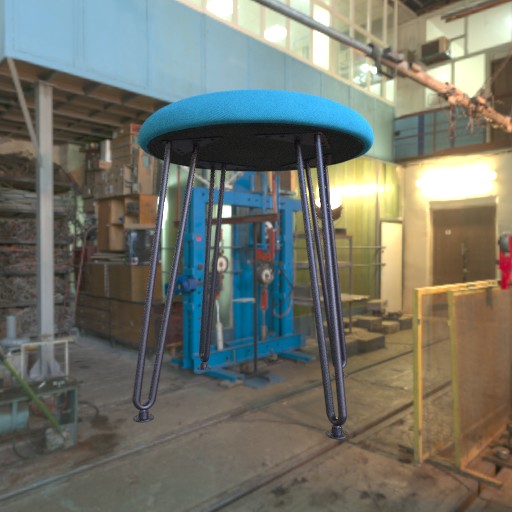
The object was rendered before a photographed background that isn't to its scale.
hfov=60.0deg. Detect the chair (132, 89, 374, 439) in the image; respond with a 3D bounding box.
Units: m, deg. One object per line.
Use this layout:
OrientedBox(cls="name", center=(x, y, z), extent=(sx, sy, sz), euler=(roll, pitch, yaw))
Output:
OrientedBox(cls="chair", center=(0.000, 0.000, 0.685), extent=(0.350, 0.430, 0.350), euler=(0, 1, 0))
